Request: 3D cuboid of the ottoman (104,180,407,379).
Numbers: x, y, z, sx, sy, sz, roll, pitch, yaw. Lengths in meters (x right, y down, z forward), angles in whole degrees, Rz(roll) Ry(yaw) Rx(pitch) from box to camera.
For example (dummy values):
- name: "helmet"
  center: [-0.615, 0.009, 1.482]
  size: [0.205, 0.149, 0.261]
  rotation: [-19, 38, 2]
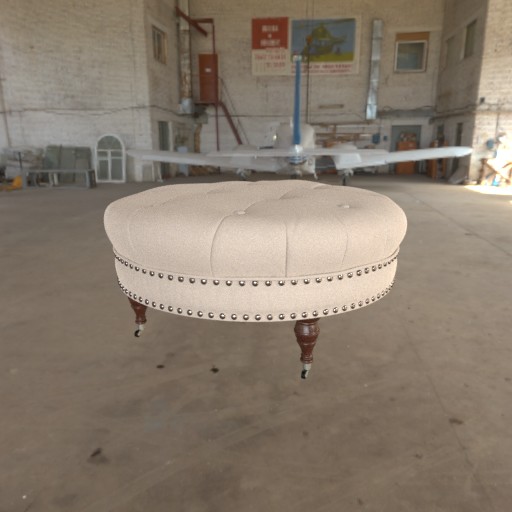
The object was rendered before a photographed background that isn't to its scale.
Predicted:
- name: "ottoman"
  center: [0.000, 0.000, 1.404]
  size: [0.901, 0.439, 0.901]
  rotation: [0, 15, 0]
